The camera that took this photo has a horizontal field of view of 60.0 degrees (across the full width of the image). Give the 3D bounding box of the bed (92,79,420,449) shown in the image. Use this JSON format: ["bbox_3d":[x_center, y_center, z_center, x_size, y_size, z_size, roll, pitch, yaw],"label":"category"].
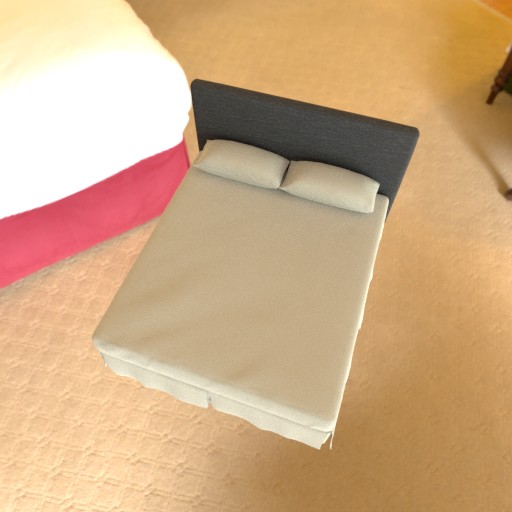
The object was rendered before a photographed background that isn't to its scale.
[{"bbox_3d":[0.000,0.000,3.408,1.884,1.330,2.142,16,59,10],"label":"bed"}]
